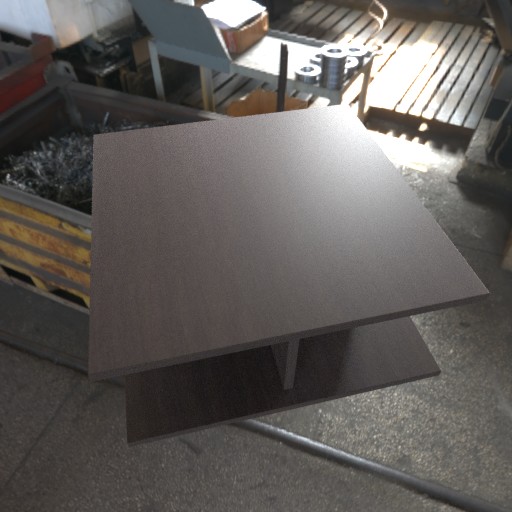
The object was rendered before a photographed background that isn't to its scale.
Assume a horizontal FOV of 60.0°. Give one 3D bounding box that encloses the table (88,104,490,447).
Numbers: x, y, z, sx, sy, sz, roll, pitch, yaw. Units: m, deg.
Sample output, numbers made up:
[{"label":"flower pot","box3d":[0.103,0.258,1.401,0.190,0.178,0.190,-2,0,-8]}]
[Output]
[{"label":"table","box3d":[0.000,0.000,1.203,0.762,0.396,0.762,-10,48,-9]}]
